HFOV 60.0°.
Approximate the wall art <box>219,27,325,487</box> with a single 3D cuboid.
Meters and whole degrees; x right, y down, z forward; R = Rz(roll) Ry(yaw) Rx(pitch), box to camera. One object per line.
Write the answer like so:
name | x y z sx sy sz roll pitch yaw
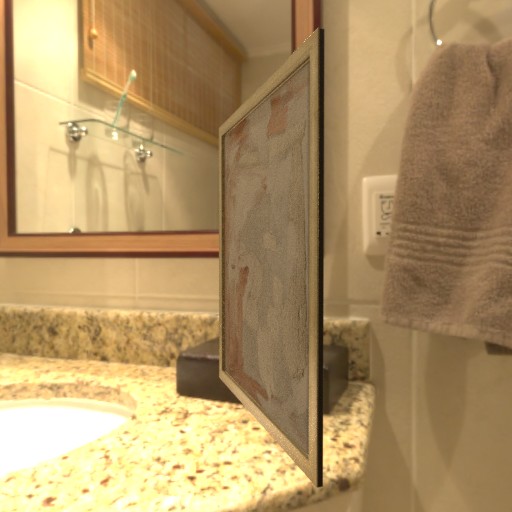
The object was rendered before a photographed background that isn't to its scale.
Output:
wall art | 0.000 0.000 0.766 0.009 0.559 0.483 0 1 -19
